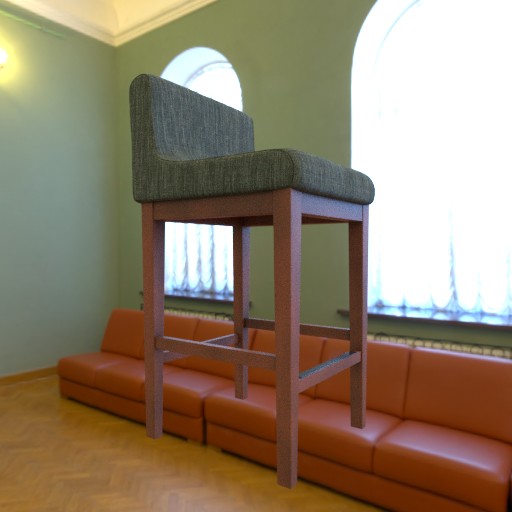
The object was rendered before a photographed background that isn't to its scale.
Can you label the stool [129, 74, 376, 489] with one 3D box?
[{"bbox_3d":[0.000,0.000,1.055,0.459,0.835,0.395,1,1,36],"label":"stool"}]
